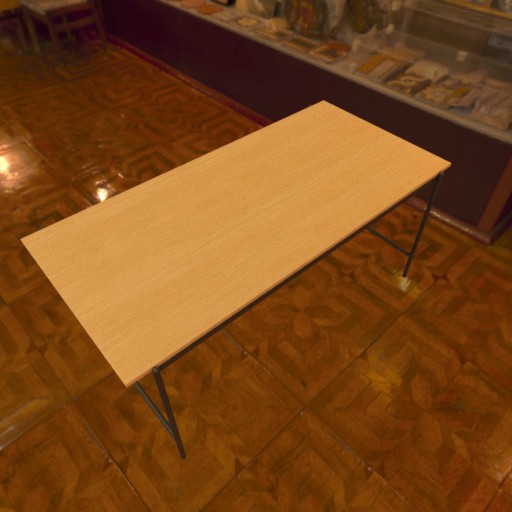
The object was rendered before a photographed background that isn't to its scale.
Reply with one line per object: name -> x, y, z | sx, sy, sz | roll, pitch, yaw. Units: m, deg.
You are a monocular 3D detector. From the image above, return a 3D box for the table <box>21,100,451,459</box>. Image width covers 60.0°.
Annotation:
table -> 0.000, 0.000, 2.263 | 1.800, 0.758, 0.900 | -32, 54, -27
